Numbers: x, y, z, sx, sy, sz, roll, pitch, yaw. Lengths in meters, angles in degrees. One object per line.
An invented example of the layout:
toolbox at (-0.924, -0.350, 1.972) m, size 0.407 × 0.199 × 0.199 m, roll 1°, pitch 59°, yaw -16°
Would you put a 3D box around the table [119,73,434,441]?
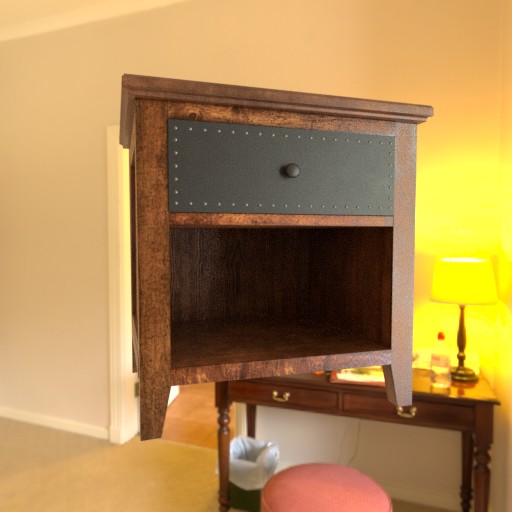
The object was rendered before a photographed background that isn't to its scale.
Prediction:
table at (0.000, 0.000, 1.007) m, size 0.586 × 0.597 × 0.461 m, roll -1°, pitch 3°, yaw -17°
